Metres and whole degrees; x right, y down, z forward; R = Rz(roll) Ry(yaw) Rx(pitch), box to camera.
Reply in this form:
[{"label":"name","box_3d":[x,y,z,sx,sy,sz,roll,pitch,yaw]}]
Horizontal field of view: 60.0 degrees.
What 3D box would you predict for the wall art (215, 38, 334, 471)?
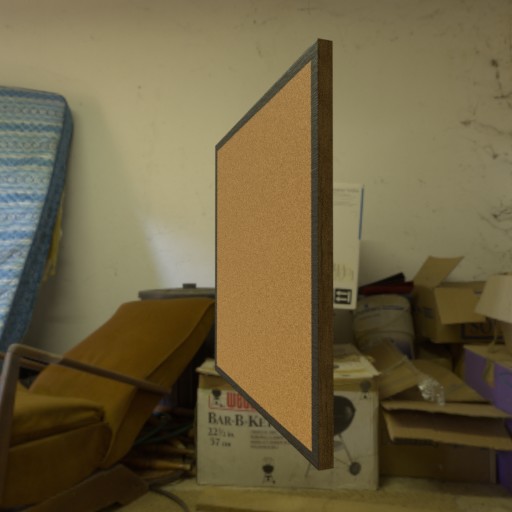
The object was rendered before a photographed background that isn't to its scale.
[{"label":"wall art","box_3d":[0.000,0.000,1.040,0.029,0.691,0.695,0,-1,-19]}]
